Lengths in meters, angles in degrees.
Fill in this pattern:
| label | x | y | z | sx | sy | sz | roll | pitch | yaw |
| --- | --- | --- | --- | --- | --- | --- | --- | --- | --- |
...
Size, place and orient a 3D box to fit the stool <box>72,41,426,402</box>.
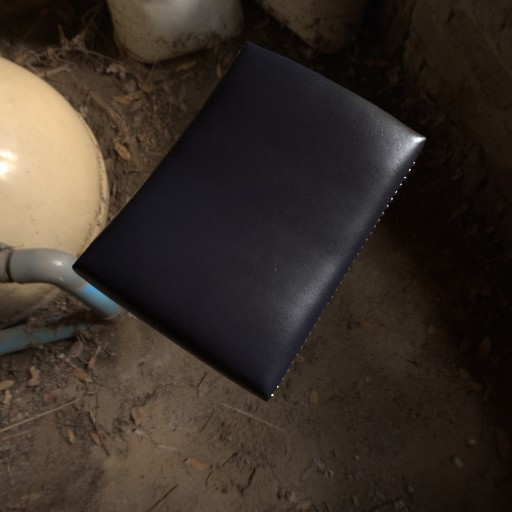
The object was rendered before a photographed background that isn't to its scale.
| label | x | y | z | sx | sy | sz | roll | pitch | yaw |
| --- | --- | --- | --- | --- | --- | --- | --- | --- | --- |
| stool | 0.000 | 0.000 | 1.031 | 0.372 | 0.742 | 0.504 | 32 | 77 | 8 |
